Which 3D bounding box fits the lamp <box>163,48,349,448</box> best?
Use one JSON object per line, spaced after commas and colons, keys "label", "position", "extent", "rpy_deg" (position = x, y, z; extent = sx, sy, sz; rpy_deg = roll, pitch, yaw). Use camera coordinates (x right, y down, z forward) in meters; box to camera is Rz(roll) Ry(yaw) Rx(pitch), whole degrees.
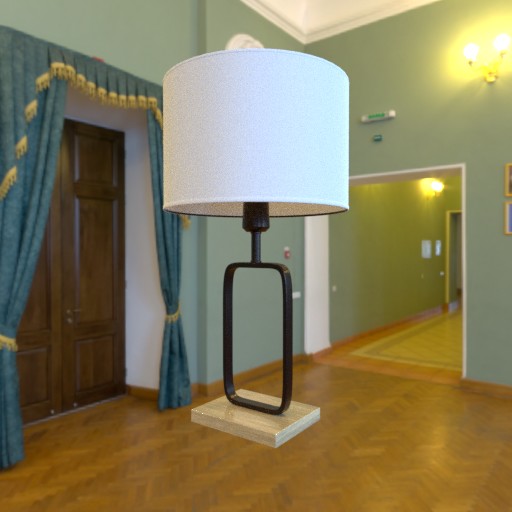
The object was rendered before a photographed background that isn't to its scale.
{"label": "lamp", "position": [0.000, 0.000, 0.680], "extent": [0.279, 0.508, 0.279], "rpy_deg": [1, 1, 36]}
